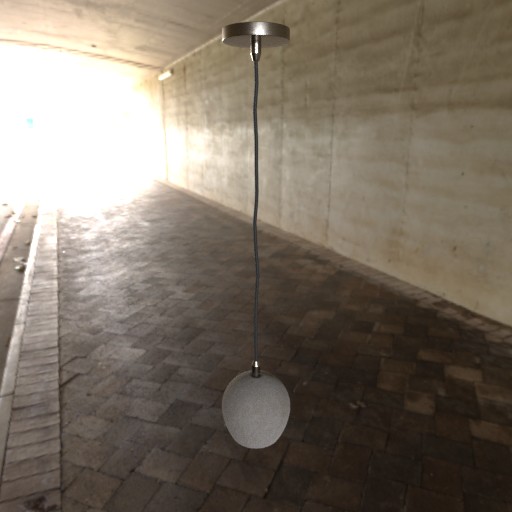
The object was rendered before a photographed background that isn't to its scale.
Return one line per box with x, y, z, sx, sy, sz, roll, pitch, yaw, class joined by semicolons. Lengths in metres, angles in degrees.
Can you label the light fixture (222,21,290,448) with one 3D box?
0.000;0.000;0.823;0.139;0.764;0.139;2;16;8;light fixture
